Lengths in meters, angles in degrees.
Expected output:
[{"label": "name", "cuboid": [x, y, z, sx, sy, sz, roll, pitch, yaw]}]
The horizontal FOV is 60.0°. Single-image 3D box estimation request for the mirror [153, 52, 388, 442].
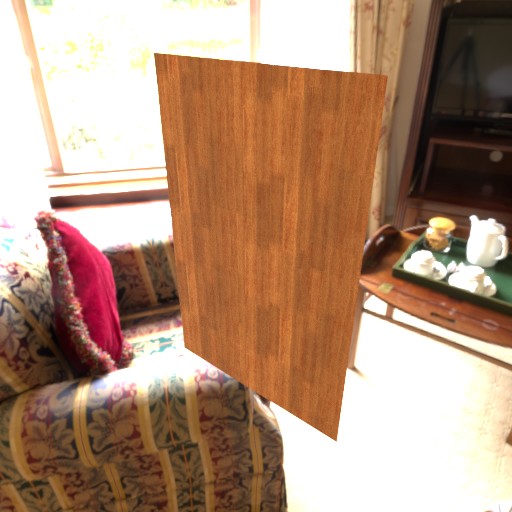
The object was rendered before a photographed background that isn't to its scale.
[{"label": "mirror", "cuboid": [0.000, 0.000, 1.246, 0.651, 1.010, 0.047, 22, 37, 33]}]
